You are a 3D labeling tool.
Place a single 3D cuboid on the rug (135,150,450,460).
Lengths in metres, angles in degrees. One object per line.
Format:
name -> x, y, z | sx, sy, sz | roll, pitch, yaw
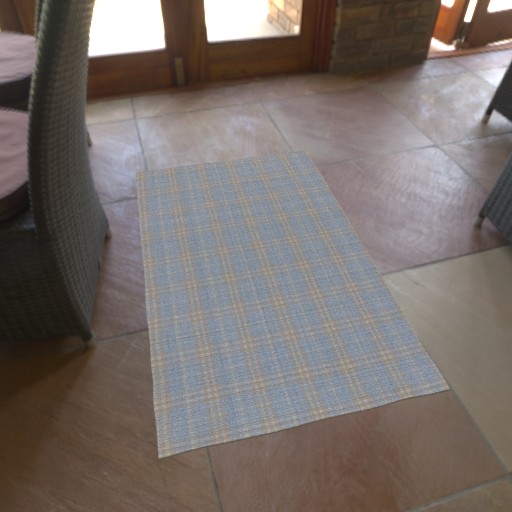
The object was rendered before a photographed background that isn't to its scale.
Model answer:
rug -> 0.000, 0.000, 3.075 | 1.545, 0.016, 2.460 | -10, 46, -10
